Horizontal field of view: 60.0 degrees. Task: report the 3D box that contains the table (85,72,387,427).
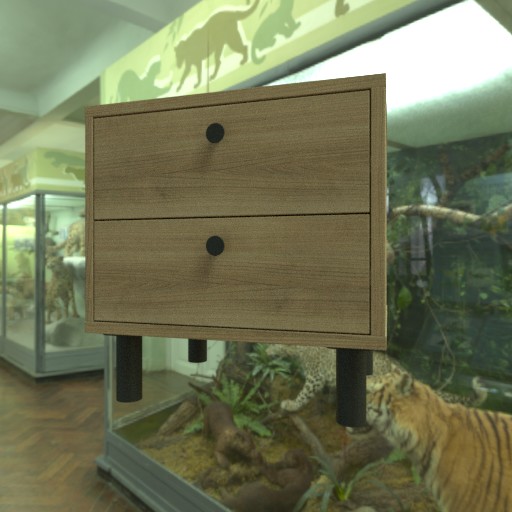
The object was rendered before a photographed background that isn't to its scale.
[{"bbox_3d":[0.000,0.000,0.786,0.445,0.460,0.380,0,0,17],"label":"table"}]
